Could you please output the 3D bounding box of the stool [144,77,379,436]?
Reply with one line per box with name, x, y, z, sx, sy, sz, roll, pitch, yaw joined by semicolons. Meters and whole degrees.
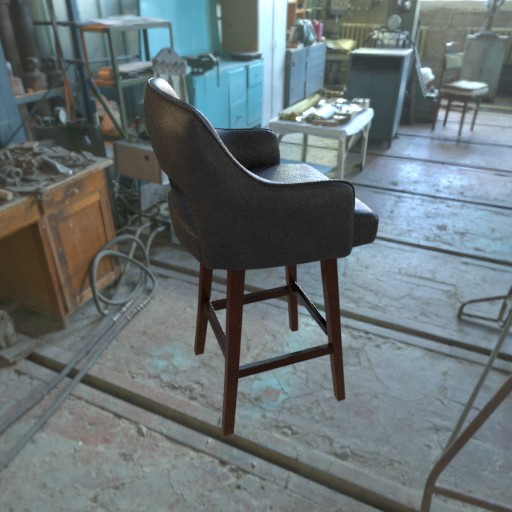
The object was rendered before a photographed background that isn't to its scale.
stool;0.000;0.000;1.384;0.560;1.041;0.550;-10;32;-17
